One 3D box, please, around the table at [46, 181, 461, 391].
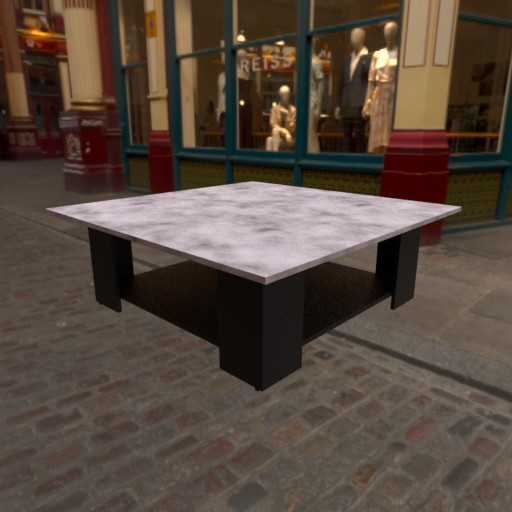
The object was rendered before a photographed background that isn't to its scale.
[{"bbox_3d":[0.000,0.000,1.385,0.890,0.305,0.890,15,23,41],"label":"table"}]
